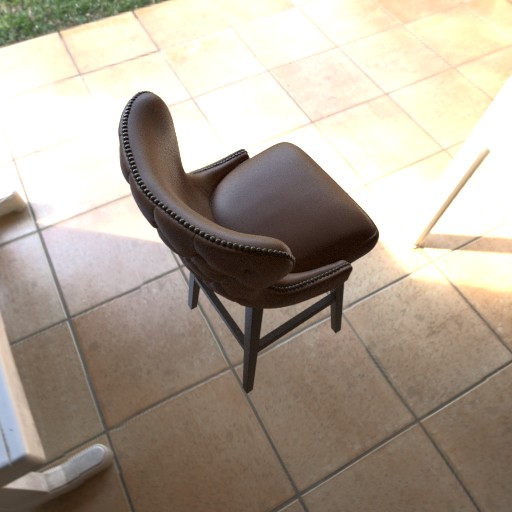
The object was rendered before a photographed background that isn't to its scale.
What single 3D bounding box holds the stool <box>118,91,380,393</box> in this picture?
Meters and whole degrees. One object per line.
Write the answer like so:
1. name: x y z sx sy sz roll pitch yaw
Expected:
1. stool: 0.000 0.000 1.445 0.606 1.087 0.591 -30 64 -17
